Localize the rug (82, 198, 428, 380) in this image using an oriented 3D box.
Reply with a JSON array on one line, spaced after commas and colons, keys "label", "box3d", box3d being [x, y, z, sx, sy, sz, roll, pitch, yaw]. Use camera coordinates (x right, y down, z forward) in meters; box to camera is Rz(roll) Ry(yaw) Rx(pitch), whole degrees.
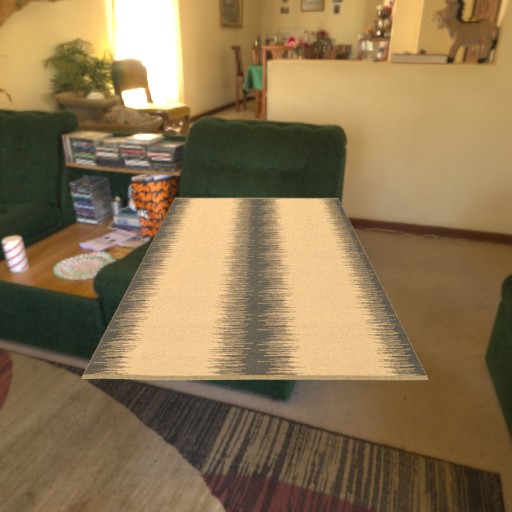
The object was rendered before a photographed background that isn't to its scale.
[{"label": "rug", "box3d": [0.000, 0.000, 3.032, 1.519, 0.003, 2.453, 0, 26, 0]}]
